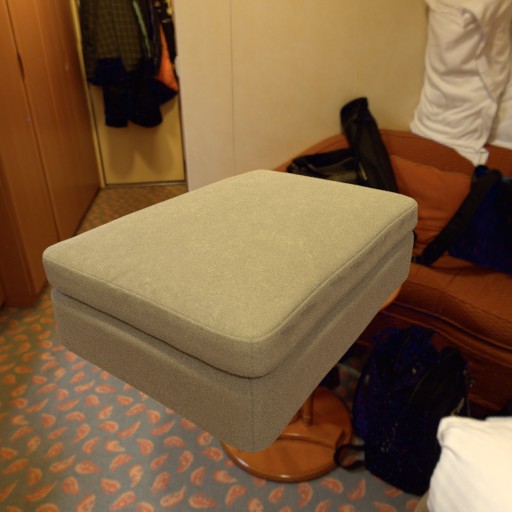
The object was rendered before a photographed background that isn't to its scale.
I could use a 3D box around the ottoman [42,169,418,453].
[{"bbox_3d":[0.000,0.000,1.626,0.840,0.429,1.199,17,31,31],"label":"ottoman"}]
